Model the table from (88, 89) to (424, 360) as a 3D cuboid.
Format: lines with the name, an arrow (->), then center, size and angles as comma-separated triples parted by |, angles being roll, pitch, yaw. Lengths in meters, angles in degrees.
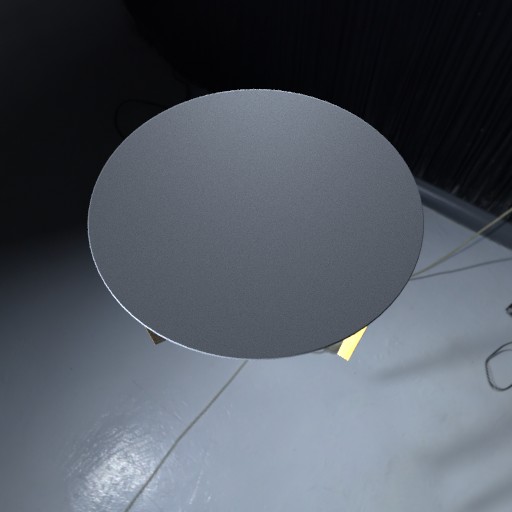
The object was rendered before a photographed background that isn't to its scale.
table -> 0.000, 0.000, 0.979 | 0.600, 0.405, 0.600 | 0, 59, 0
